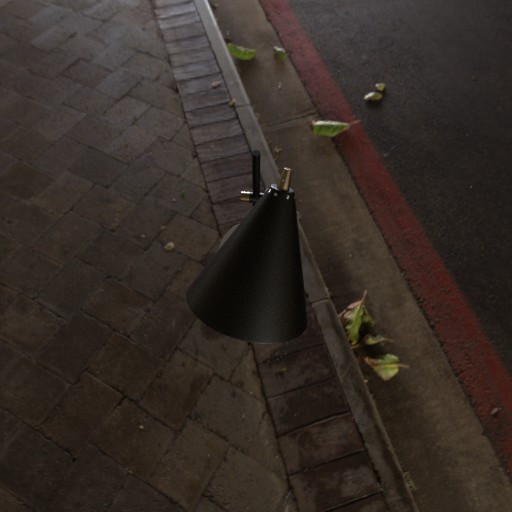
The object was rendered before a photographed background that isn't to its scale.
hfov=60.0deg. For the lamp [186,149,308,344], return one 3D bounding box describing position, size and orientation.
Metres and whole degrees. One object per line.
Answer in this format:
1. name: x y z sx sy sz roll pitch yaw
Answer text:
1. lamp: 0.000 0.000 0.720 0.214 0.518 0.403 14 59 9
